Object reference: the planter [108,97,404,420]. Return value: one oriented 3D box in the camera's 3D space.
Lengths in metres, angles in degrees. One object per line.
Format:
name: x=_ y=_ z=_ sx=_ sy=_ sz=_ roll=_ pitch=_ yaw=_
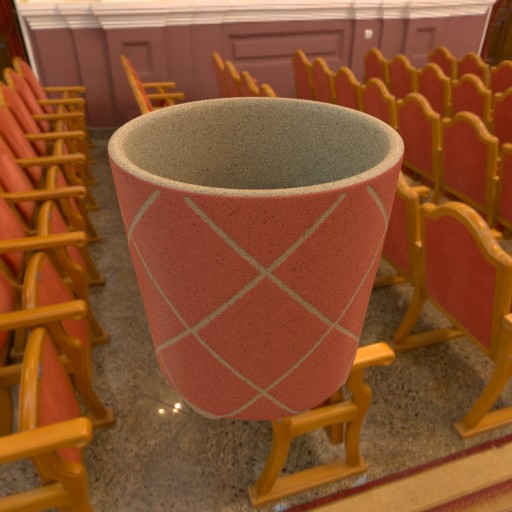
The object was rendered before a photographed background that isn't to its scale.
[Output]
planter: x=0.000 y=0.000 z=0.416 sx=0.227 sy=0.235 sz=0.227 roll=0 pitch=33 yaw=0
